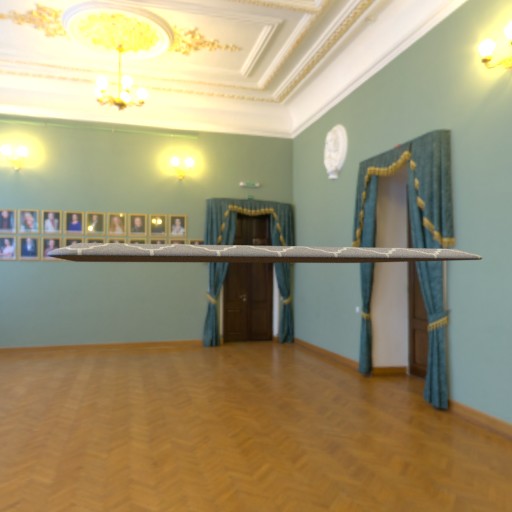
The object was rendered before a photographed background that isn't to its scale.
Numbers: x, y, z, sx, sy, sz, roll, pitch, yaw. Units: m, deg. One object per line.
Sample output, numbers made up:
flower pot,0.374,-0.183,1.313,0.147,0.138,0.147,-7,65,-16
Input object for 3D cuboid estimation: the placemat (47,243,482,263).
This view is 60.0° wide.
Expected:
placemat,0.000,0.000,0.953,0.762,0.021,0.508,1,-2,-18
